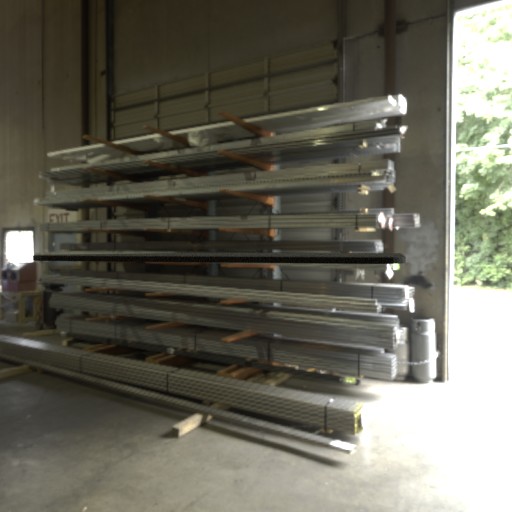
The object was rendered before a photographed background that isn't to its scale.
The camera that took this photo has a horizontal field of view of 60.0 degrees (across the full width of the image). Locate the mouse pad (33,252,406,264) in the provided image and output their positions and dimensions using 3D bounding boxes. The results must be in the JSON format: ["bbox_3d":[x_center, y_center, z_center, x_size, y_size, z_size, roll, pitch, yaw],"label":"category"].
[{"bbox_3d":[0.000,0.000,0.322,0.203,0.003,0.229,0,1,18],"label":"mouse pad"}]
